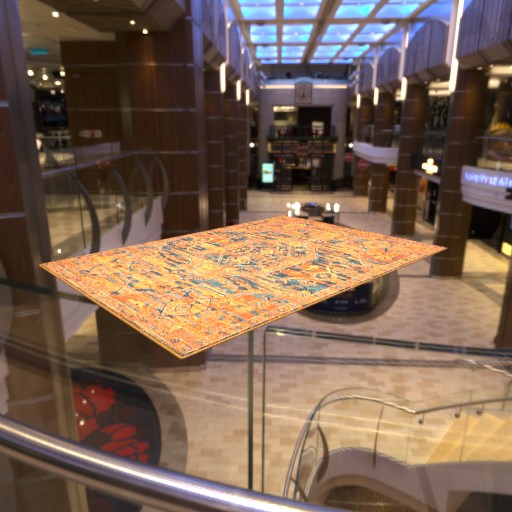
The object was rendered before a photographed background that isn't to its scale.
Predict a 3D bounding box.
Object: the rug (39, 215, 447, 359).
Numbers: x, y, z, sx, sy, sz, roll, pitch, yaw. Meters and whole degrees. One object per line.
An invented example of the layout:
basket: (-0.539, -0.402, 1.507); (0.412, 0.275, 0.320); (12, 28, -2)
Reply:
rug: (0.000, 0.000, 3.830); (2.916, 0.019, 2.043); (-15, 23, -41)
